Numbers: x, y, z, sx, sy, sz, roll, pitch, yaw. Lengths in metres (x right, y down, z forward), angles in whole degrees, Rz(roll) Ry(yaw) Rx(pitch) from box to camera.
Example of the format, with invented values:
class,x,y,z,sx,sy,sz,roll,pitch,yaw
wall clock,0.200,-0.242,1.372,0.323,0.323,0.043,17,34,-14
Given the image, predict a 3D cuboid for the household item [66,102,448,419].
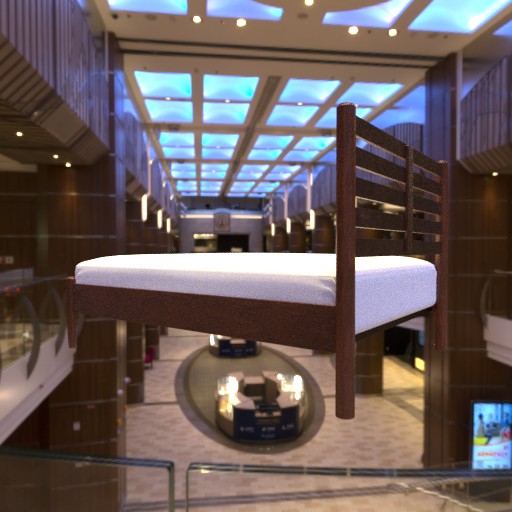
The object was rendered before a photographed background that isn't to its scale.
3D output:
class,x,y,z,sx,sy,sz,roll,pitch,yaw
household item,0.000,0.000,3.198,2.232,1.356,1.663,1,1,37
